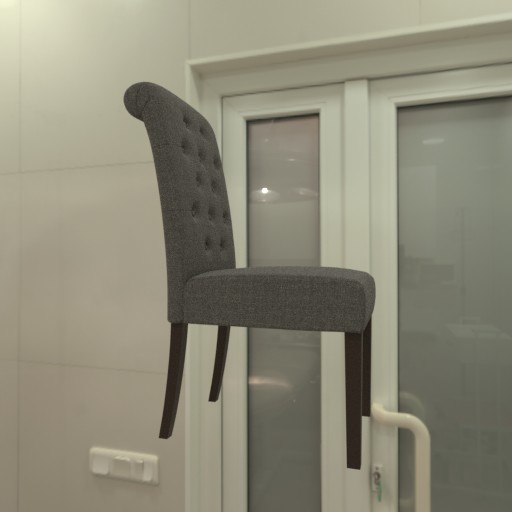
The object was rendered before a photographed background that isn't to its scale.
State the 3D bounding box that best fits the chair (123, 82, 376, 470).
[{"bbox_3d":[0.000,0.000,1.329,0.671,1.006,0.456,0,-1,18],"label":"chair"}]
